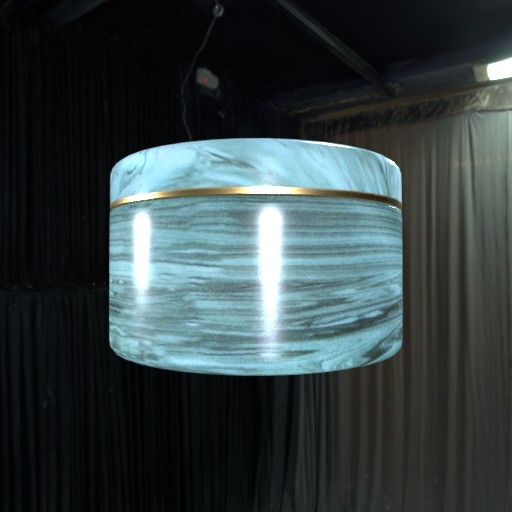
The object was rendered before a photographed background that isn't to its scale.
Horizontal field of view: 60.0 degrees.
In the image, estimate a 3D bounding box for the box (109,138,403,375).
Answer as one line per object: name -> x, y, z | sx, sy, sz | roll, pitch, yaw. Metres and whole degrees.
box -> 0.000, 0.000, 0.161 | 0.101, 0.063, 0.101 | 0, -1, 0
